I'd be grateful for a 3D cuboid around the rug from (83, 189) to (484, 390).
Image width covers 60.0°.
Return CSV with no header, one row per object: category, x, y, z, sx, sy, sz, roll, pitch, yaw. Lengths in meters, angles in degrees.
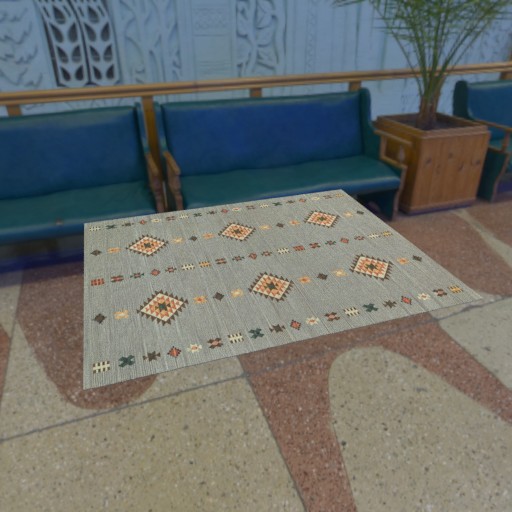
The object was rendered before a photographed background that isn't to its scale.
rug,0.000,0.000,4.123,3.035,0.008,2.425,-10,32,-16
